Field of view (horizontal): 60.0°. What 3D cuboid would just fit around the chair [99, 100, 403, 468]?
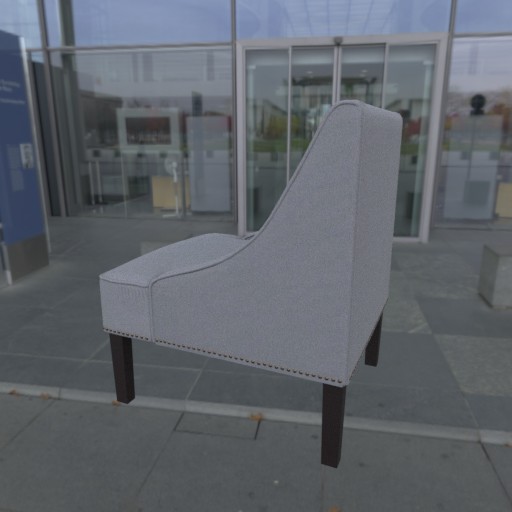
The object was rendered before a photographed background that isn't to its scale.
[{"bbox_3d":[0.000,0.000,1.385,0.747,0.867,0.631,7,17,24],"label":"chair"}]
